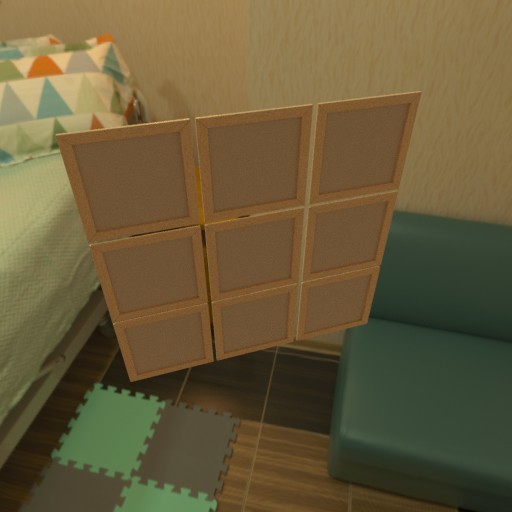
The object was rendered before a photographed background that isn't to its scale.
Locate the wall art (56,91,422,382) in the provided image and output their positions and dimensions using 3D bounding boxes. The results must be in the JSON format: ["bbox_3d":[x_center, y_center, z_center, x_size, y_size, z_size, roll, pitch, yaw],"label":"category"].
[{"bbox_3d":[0.000,0.000,2.257,1.519,1.507,0.014,-11,41,-13],"label":"wall art"}]
